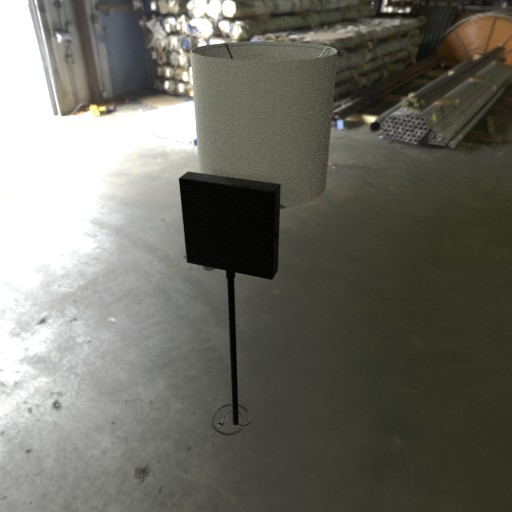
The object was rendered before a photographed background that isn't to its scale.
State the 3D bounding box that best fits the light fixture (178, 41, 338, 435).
[{"bbox_3d":[0.000,0.000,0.701,0.188,0.589,0.248,11,33,17],"label":"light fixture"}]
